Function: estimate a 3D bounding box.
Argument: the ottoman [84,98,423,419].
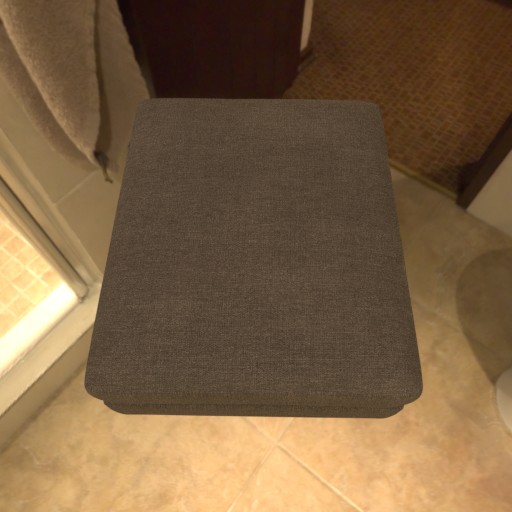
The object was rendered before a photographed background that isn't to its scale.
[{"bbox_3d":[0.000,0.000,1.216,0.693,0.474,0.821,1,62,0],"label":"ottoman"}]
